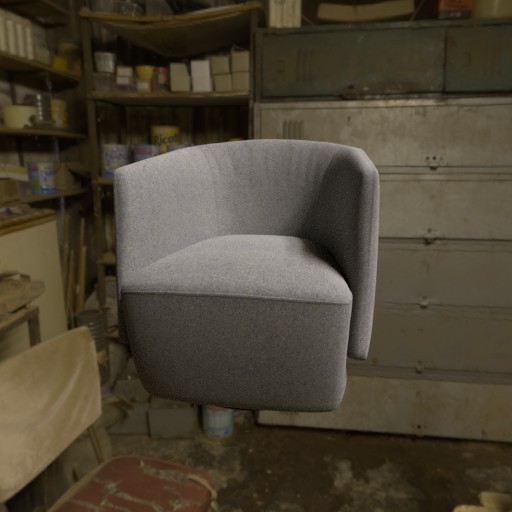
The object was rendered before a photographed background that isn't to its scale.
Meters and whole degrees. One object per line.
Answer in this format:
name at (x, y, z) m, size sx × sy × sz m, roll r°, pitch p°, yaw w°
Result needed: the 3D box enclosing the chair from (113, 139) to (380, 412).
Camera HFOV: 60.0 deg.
chair at (0.000, 0.000, 1.633) m, size 0.822 × 0.861 × 0.986 m, roll 2°, pitch 13°, yaw 9°
